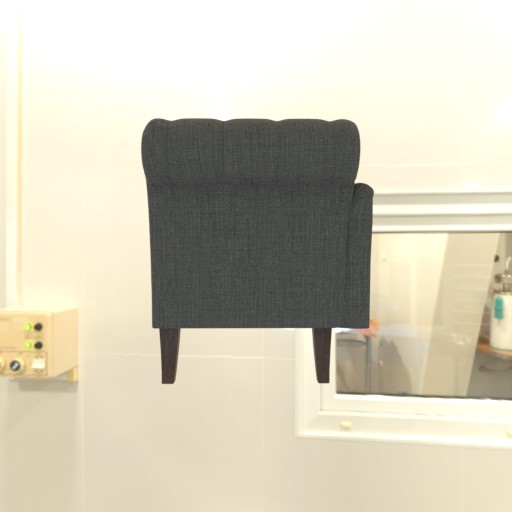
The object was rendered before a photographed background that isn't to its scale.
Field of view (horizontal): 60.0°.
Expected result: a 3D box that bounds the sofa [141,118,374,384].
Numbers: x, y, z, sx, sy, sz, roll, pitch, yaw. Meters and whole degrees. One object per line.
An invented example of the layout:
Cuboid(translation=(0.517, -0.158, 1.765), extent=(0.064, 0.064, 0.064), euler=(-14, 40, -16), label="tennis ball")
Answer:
Cuboid(translation=(0.000, 0.000, 1.862), extent=(0.675, 0.787, 1.379), euler=(0, 0, -1), label="sofa")
